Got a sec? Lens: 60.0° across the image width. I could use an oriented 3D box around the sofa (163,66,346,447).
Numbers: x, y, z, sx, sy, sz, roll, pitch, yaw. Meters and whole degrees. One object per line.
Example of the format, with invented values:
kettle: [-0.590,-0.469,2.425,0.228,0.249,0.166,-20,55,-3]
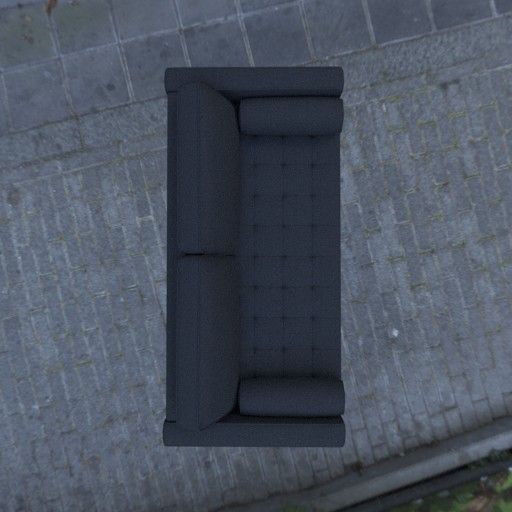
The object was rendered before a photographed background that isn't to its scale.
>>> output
sofa: [0.000,0.000,2.361,0.914,0.759,1.875,0,89,1]
